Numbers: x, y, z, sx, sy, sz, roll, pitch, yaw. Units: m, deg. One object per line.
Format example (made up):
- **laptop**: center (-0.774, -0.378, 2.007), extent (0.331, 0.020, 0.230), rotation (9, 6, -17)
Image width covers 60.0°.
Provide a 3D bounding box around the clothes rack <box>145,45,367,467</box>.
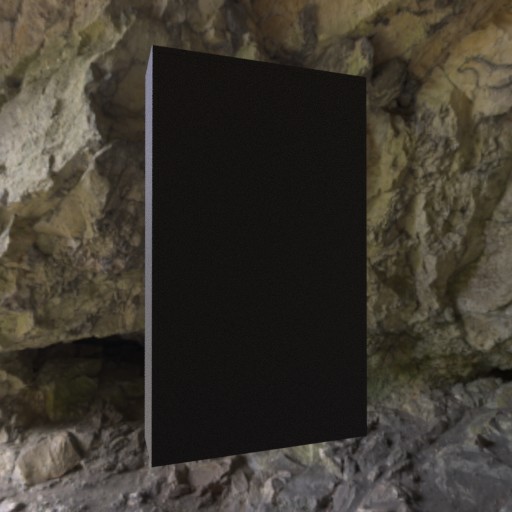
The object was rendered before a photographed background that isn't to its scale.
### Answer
- **clothes rack**: center (0.000, 0.000, 1.579), extent (0.750, 1.280, 0.250), rotation (0, 0, -19)
